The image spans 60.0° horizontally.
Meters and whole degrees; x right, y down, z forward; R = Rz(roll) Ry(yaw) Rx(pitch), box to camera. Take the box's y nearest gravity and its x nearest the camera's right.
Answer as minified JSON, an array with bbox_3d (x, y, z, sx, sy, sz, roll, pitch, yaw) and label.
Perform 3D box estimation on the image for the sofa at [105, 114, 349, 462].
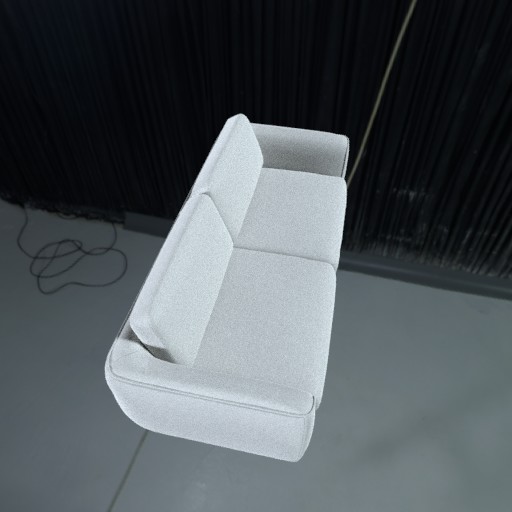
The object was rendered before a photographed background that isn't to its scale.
[{"bbox_3d":[0.000,0.000,2.470,0.920,0.850,2.000,9,47,8],"label":"sofa"}]
